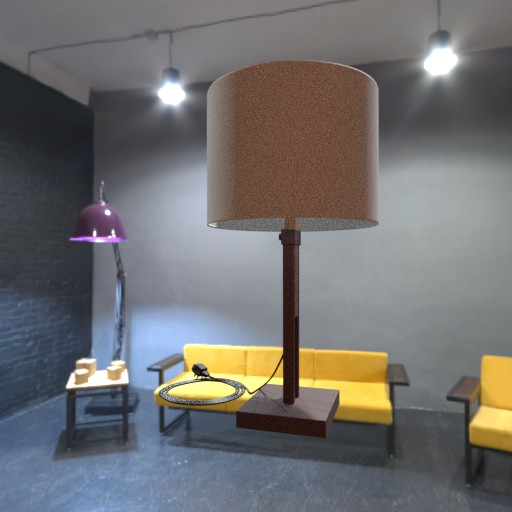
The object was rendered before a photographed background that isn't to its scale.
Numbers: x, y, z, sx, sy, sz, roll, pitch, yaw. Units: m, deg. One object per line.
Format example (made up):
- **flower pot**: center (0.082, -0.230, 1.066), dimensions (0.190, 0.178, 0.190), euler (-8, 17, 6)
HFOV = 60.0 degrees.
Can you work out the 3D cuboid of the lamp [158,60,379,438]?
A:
- **lamp**: center (0.000, 0.000, 0.979), dimensions (0.525, 0.668, 0.396), euler (0, -1, 18)
